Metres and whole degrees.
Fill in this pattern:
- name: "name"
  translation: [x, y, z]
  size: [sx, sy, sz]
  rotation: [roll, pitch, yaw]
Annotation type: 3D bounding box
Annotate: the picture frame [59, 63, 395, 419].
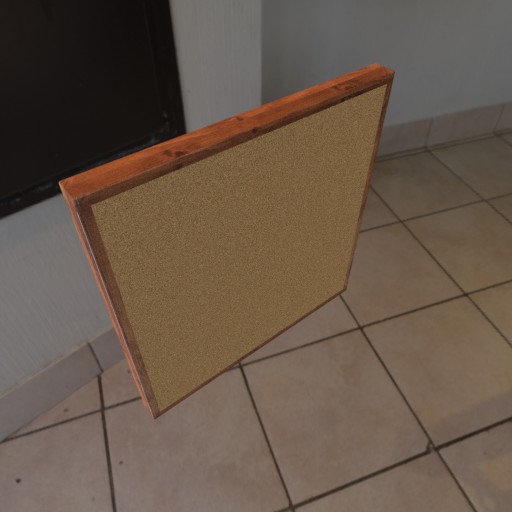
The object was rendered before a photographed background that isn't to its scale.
- name: "picture frame"
  translation: [0.000, 0.000, 0.524]
  size: [0.352, 0.356, 0.028]
  rotation: [-29, 52, -26]
